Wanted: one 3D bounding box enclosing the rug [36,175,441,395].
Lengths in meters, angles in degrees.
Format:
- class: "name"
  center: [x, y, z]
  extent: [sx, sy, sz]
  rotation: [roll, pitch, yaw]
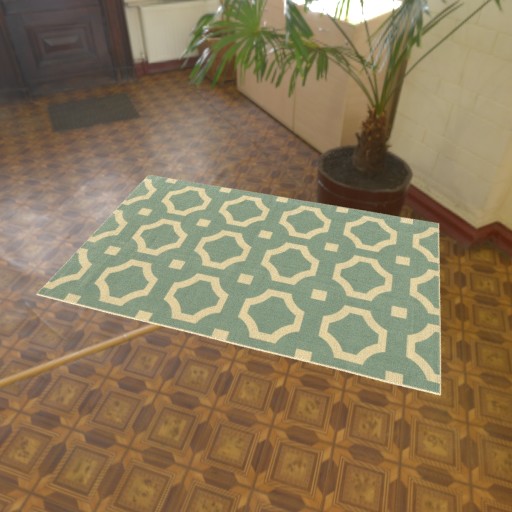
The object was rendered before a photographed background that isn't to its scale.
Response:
- class: "rug"
  center: [0.000, 0.000, 3.082]
  extent: [2.443, 0.015, 1.528]
  rotation: [11, 42, 13]
